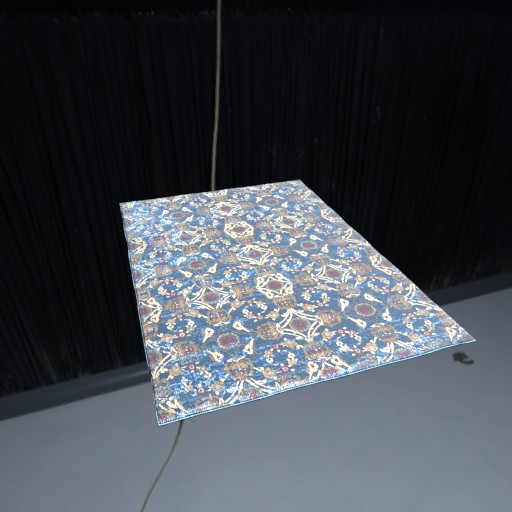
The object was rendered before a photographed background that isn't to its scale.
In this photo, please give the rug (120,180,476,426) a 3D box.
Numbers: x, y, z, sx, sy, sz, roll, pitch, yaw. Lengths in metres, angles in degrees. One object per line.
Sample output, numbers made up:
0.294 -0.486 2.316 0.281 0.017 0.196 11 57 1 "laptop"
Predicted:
0.000 0.000 2.876 1.567 0.014 2.207 -10 33 -16 "rug"
